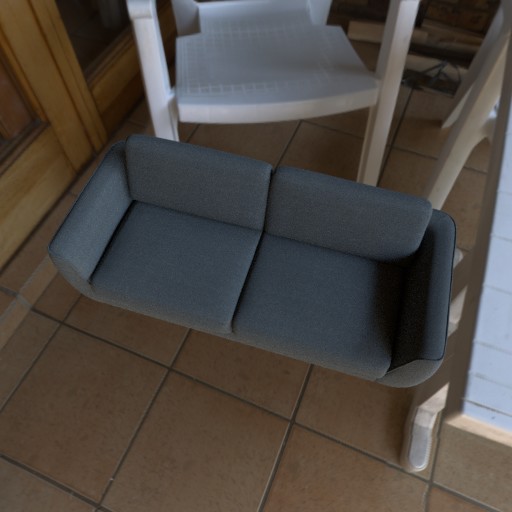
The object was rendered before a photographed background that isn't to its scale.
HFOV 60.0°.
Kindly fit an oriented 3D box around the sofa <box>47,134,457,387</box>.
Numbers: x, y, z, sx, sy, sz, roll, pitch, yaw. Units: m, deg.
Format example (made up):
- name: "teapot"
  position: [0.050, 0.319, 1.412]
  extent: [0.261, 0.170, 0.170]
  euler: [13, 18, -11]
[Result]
- name: "sofa"
  position: [0.000, 0.000, 2.447]
  extent: [2.000, 0.850, 0.920]
  euler: [15, 60, 9]
